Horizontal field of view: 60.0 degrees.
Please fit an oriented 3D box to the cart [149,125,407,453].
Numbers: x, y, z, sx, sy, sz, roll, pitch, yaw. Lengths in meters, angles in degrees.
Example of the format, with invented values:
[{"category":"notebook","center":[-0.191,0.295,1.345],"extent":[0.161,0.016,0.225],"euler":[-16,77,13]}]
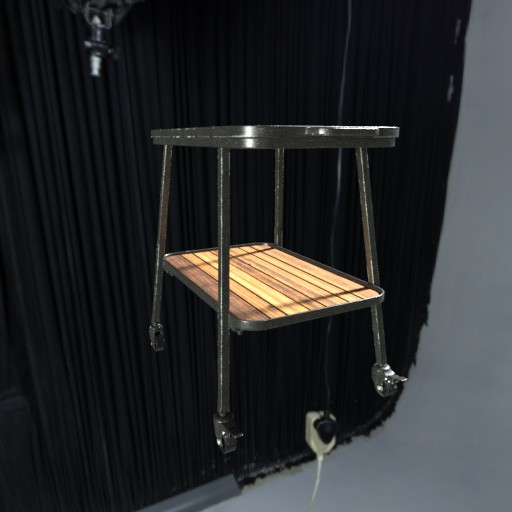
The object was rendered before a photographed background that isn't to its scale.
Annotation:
[{"category":"cart","center":[0.000,0.000,1.272],"extent":[0.515,0.700,0.806],"euler":[-8,17,-27]}]
